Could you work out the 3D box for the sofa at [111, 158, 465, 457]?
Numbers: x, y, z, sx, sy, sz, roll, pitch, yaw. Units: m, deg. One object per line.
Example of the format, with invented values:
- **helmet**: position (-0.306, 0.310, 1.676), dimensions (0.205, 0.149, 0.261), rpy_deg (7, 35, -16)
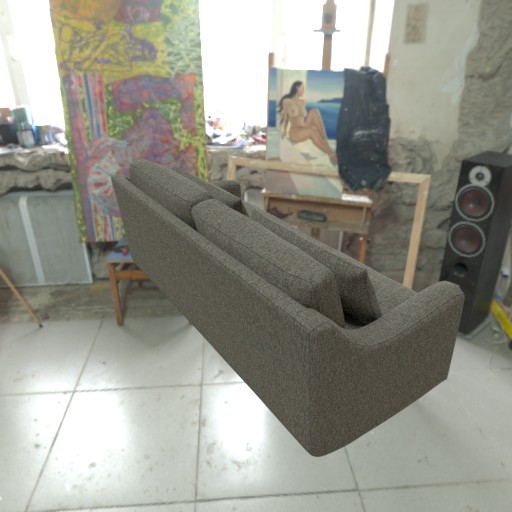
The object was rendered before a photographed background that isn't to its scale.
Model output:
- **sofa**: position (0.000, 0.000, 2.939), dimensions (1.103, 0.998, 2.418), rpy_deg (-17, 31, -30)
